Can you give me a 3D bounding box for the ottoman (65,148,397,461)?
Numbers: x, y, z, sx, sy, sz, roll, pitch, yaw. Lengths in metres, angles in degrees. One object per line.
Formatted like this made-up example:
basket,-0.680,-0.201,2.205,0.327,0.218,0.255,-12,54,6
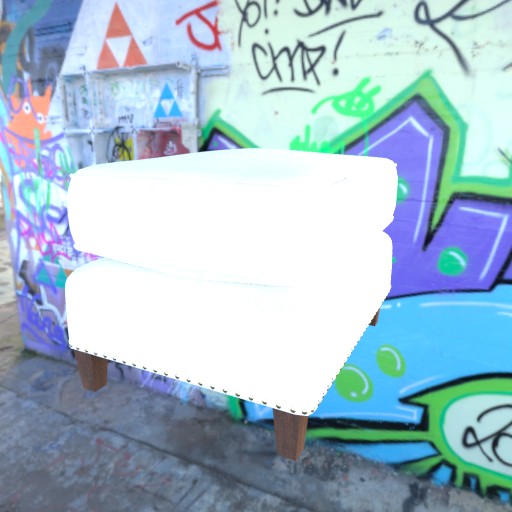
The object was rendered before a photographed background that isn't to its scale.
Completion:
ottoman,0.000,0.000,1.136,0.589,0.537,0.738,8,17,26
